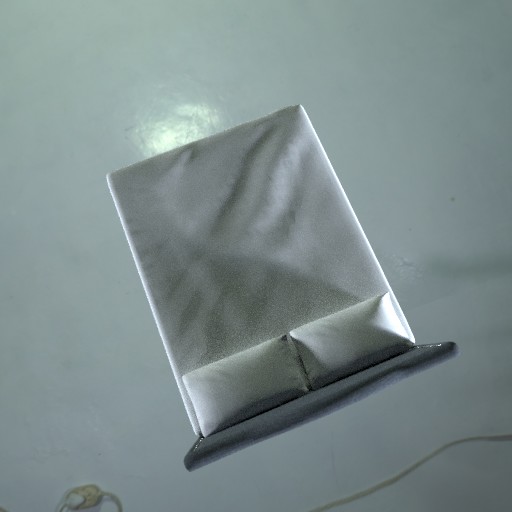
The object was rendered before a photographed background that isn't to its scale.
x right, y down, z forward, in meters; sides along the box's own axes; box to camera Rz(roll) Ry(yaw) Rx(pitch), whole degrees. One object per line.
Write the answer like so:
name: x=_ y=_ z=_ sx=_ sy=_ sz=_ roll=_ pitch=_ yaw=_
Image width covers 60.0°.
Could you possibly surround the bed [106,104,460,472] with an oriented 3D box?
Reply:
bed: x=0.000 y=0.000 z=3.914 sx=2.161 sy=1.457 sz=2.689 roll=-21 pitch=77 yaw=-5
